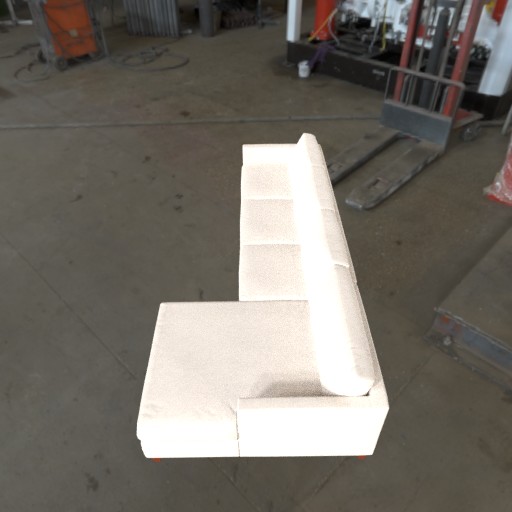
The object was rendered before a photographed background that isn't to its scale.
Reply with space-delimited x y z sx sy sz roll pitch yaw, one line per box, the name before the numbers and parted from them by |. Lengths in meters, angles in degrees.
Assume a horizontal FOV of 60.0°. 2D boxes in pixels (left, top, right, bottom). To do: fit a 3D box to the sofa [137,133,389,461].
sofa | 0.000 0.000 4.138 1.606 0.954 3.471 0 41 -1
